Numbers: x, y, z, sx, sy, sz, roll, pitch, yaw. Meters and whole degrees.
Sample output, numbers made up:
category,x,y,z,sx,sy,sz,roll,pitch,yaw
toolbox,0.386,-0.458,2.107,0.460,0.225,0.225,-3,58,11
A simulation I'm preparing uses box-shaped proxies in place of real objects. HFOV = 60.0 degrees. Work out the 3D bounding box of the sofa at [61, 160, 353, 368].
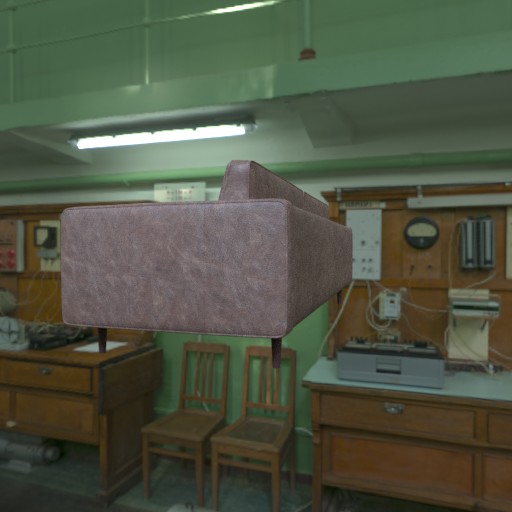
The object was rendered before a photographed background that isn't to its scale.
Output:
category,x,y,z,sx,sy,sz,roll,pitch,yaw
sofa,0.000,0.000,2.590,0.914,0.762,2.210,0,1,18
